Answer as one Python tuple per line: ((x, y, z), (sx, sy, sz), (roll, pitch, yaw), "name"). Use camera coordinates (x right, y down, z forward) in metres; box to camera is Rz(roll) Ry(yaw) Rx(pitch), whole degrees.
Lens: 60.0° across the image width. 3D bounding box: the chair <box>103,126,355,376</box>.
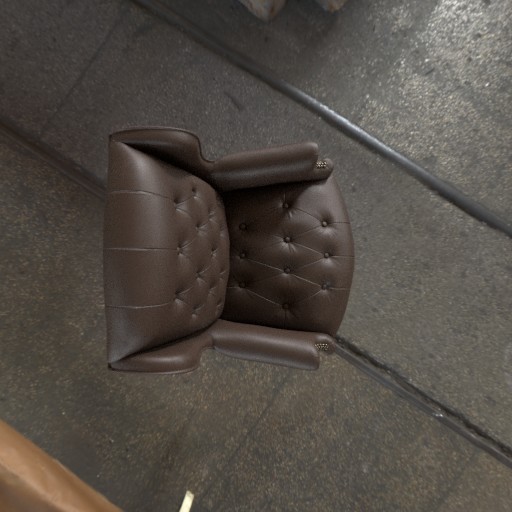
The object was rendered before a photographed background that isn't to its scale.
((0.000, 0.000, 1.700), (0.819, 1.132, 0.829), (0, 88, 1), "chair")
